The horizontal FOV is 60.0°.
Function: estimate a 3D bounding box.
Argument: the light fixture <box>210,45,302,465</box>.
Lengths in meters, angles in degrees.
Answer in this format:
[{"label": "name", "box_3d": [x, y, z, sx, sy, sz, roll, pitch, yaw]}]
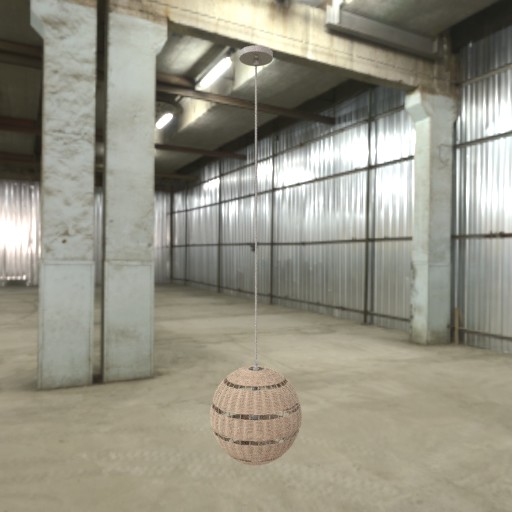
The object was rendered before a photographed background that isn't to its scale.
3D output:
[{"label": "light fixture", "box_3d": [0.000, 0.000, 2.208, 0.457, 2.019, 0.457, 0, 0, 1]}]
